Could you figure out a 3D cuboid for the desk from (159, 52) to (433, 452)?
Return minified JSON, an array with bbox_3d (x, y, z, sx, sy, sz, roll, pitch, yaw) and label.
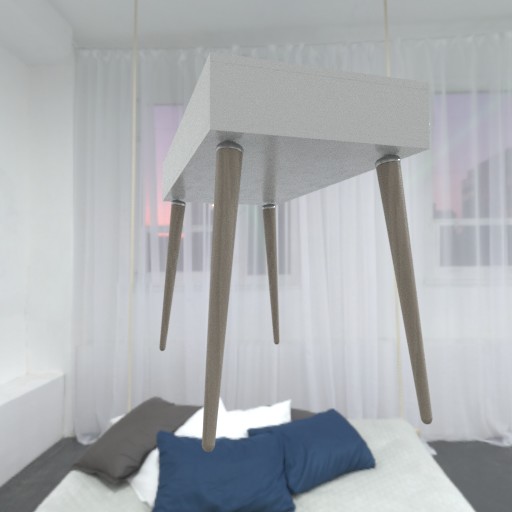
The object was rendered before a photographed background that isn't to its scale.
[{"bbox_3d":[0.000,0.000,1.332,0.491,0.723,0.979,0,-1,-17],"label":"desk"}]
